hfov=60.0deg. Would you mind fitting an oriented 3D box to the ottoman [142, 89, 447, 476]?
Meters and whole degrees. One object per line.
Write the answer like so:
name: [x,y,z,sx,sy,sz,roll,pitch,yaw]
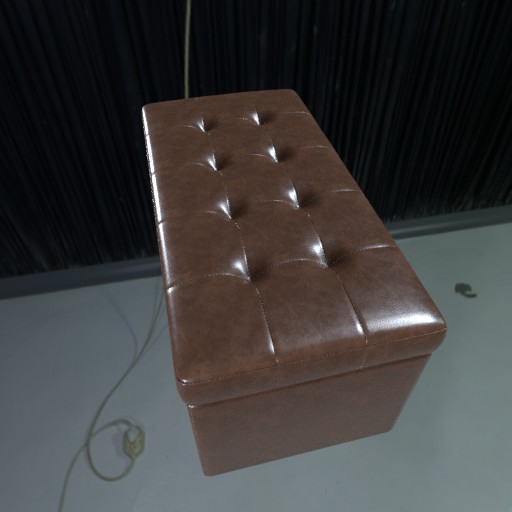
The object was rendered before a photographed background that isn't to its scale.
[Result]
ottoman: [0.000,0.000,1.079,0.432,0.470,0.838,-10,47,-9]
